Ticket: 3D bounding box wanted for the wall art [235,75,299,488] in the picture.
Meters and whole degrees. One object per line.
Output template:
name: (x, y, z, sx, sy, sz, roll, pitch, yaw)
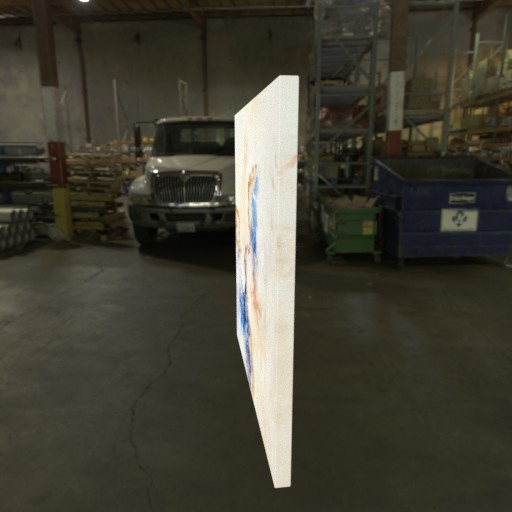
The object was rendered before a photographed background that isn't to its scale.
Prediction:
wall art: (0.000, 0.000, 1.347, 0.038, 0.889, 0.889, -2, 13, -8)
